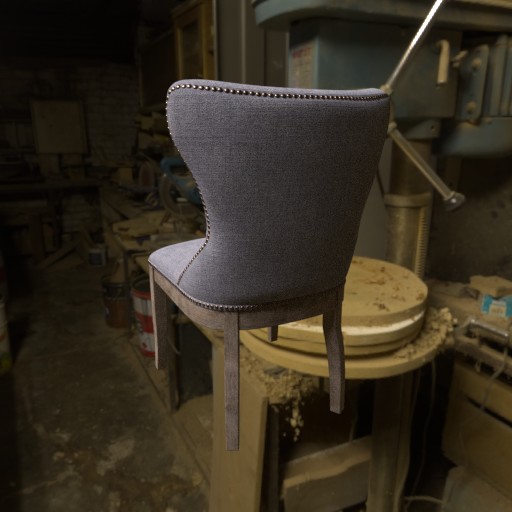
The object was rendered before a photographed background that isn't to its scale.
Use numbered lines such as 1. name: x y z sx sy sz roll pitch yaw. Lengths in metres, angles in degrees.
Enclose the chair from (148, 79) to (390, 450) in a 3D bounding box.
1. chair: 0.000 0.000 1.428 0.654 1.002 0.681 -8 18 -27
